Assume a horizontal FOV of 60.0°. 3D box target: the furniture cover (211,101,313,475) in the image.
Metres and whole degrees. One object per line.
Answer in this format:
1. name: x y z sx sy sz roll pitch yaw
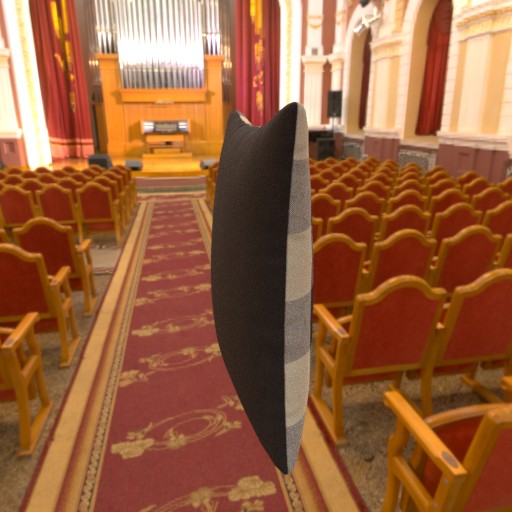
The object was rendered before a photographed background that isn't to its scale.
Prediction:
1. furniture cover: 0.000 0.000 0.798 0.161 0.509 0.511 -3 17 -10
